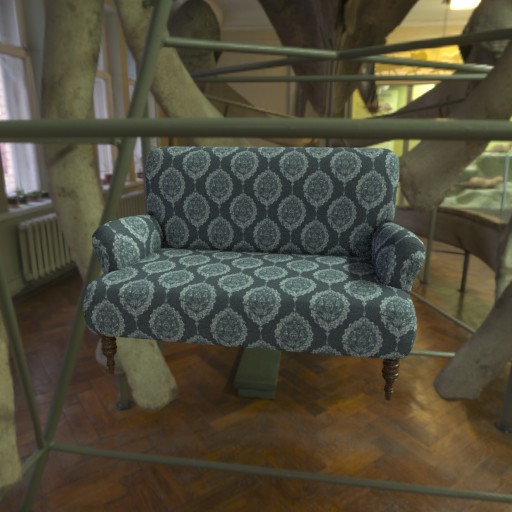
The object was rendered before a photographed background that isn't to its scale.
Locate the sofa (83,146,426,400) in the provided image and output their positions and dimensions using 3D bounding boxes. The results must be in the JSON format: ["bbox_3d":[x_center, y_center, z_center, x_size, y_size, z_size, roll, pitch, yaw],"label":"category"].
[{"bbox_3d":[0.000,0.000,1.871,1.297,0.867,0.779,3,16,9],"label":"sofa"}]
